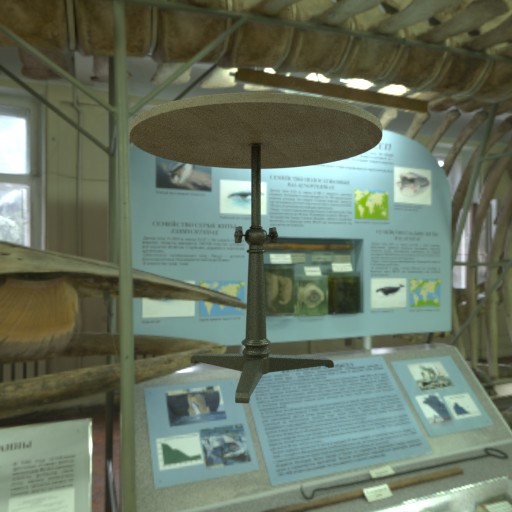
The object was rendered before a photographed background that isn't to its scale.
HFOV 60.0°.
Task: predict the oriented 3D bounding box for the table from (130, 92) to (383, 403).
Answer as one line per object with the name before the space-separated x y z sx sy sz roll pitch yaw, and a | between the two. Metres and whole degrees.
table | 0.000 0.000 1.457 0.800 0.780 0.800 0 0 0
